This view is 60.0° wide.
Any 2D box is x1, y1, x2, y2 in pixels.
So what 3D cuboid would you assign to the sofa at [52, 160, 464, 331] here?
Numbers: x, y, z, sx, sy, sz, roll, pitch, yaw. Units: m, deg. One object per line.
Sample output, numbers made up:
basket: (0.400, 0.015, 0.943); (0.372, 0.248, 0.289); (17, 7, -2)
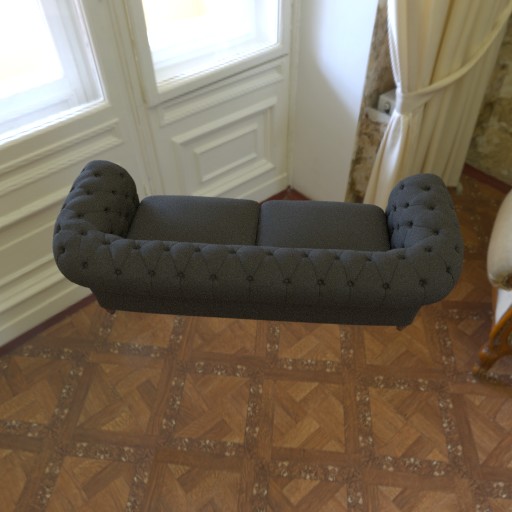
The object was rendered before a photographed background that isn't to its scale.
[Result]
sofa: (0.000, 0.000, 2.766); (2.362, 0.762, 0.991); (3, 46, 3)
